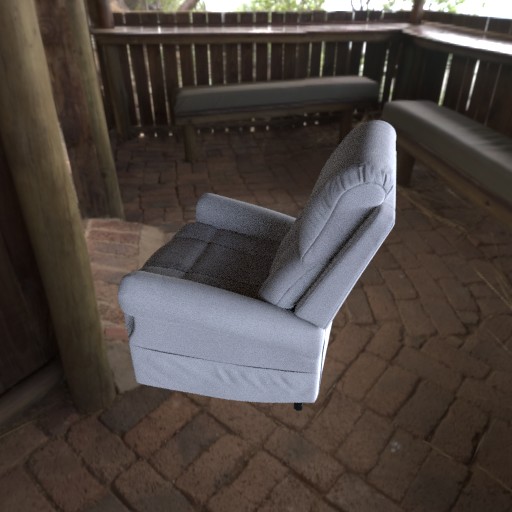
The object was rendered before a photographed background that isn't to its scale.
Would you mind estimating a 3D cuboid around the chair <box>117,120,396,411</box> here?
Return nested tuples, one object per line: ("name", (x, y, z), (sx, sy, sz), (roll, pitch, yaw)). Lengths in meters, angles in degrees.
("chair", (0.000, 0.000, 1.803), (0.979, 1.031, 0.871), (8, 32, 13))
